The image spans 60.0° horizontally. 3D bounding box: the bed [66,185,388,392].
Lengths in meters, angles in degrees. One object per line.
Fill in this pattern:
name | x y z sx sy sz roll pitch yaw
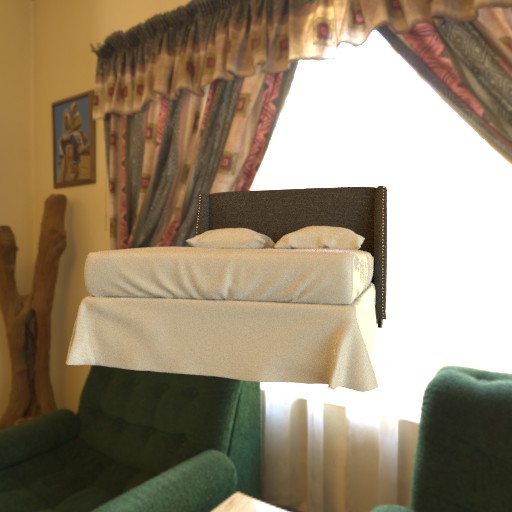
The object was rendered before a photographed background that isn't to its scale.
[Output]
bed | 0.000 0.000 3.451 1.925 1.332 2.276 0 1 18
